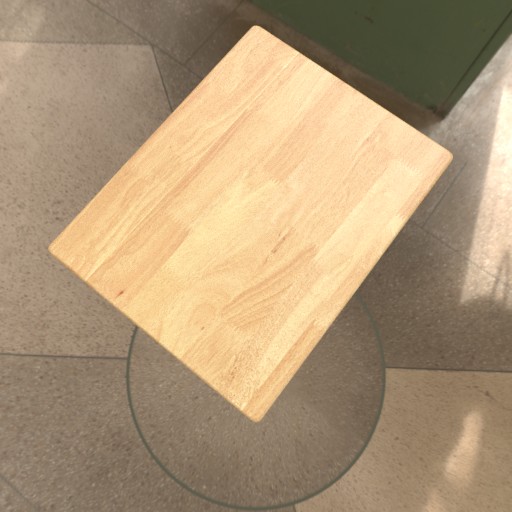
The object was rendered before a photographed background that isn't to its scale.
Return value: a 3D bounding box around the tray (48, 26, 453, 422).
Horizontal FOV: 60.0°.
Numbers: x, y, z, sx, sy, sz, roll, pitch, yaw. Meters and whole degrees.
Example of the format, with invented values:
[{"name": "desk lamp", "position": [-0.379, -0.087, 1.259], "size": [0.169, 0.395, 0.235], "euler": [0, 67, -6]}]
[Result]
[{"name": "tray", "position": [0.000, 0.000, 0.962], "size": [0.381, 0.660, 0.483], "euler": [37, 79, 9]}]
